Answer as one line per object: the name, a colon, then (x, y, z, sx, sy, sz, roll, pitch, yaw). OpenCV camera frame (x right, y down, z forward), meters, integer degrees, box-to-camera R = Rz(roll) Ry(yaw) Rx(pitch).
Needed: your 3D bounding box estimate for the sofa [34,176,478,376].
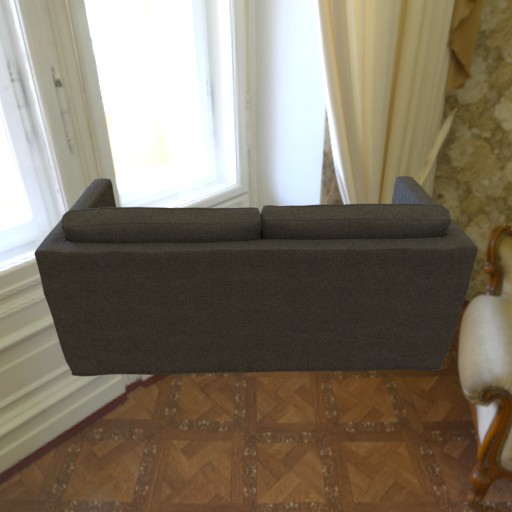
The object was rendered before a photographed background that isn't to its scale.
sofa: (0.000, 0.000, 2.472, 1.982, 0.855, 0.953, -1, 30, -1)
